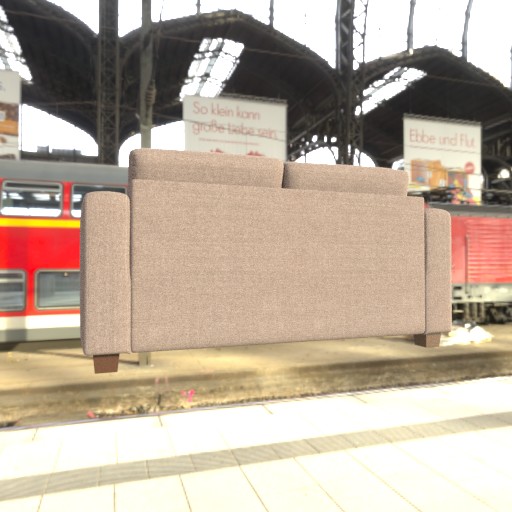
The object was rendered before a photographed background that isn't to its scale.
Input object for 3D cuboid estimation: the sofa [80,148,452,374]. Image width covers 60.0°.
[{"bbox_3d":[0.000,0.000,2.088,1.520,0.800,0.900,0,-1,-20],"label":"sofa"}]
